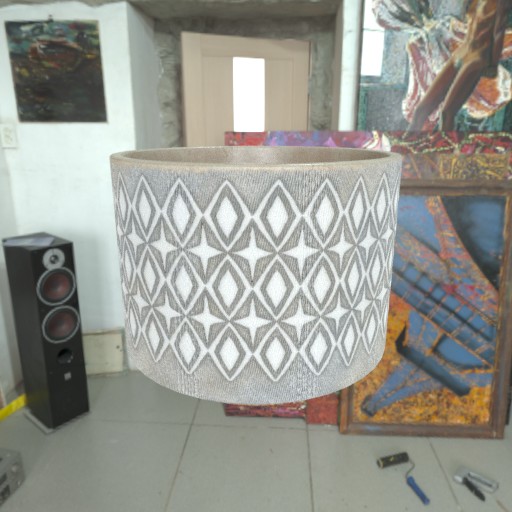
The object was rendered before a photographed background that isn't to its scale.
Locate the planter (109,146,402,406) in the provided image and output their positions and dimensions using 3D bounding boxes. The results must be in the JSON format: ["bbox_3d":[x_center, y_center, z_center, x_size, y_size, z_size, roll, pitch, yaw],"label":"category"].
[{"bbox_3d":[0.000,0.000,0.278,0.164,0.127,0.164,0,17,0],"label":"planter"}]
